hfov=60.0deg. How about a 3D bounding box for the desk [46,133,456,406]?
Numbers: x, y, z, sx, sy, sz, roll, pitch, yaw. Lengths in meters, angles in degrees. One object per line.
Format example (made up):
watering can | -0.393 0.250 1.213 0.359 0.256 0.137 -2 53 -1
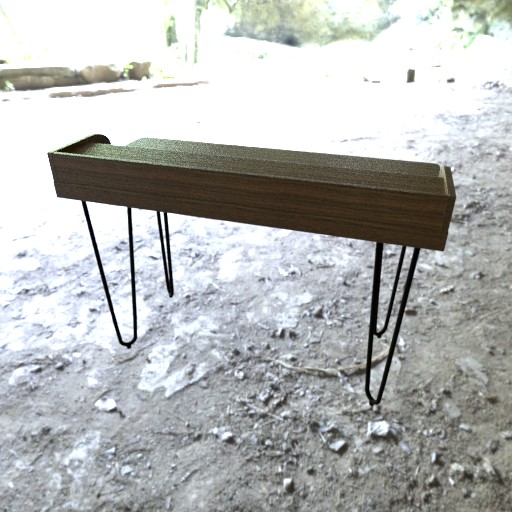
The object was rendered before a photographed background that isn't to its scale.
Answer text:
desk | 0.000 0.000 1.676 1.200 0.854 0.565 9 31 15
